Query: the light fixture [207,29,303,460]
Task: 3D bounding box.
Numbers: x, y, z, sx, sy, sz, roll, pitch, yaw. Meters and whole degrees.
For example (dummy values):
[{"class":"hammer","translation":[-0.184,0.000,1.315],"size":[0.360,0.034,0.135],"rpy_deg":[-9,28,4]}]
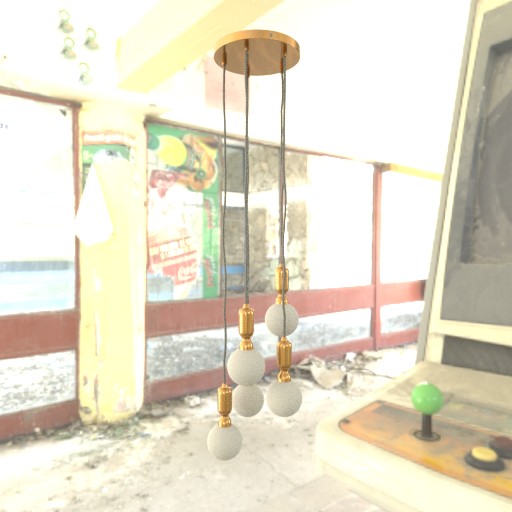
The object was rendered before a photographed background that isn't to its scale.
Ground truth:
[{"class":"light fixture","translation":[0.000,0.000,0.499],"size":[0.108,0.457,0.105],"rpy_deg":[0,1,-18]}]
